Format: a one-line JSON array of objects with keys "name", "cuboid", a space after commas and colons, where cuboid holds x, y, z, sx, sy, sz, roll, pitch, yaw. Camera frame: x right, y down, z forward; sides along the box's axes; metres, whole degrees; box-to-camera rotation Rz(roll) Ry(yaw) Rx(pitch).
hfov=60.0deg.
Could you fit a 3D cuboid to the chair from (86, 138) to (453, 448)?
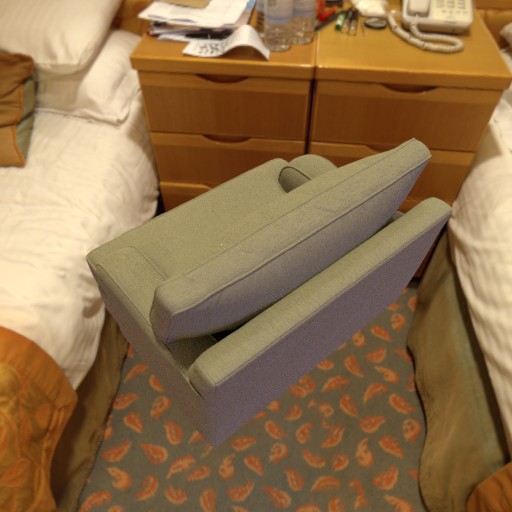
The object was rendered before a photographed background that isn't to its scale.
[{"name": "chair", "cuboid": [0.000, 0.000, 1.983, 1.220, 1.016, 1.041, -32, 55, -26]}]
